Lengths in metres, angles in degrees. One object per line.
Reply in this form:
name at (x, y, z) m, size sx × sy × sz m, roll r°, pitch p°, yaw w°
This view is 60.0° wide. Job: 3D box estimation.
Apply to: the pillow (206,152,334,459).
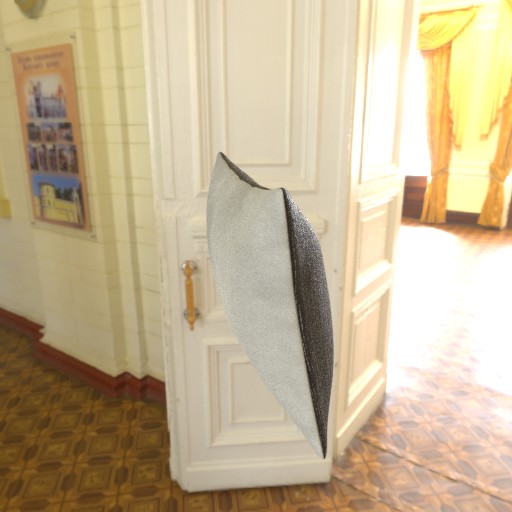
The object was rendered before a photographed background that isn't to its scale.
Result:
pillow at (0.000, 0.000, 0.735) m, size 0.156 × 0.305 × 0.608 m, roll -3°, pitch 17°, yaw -10°
